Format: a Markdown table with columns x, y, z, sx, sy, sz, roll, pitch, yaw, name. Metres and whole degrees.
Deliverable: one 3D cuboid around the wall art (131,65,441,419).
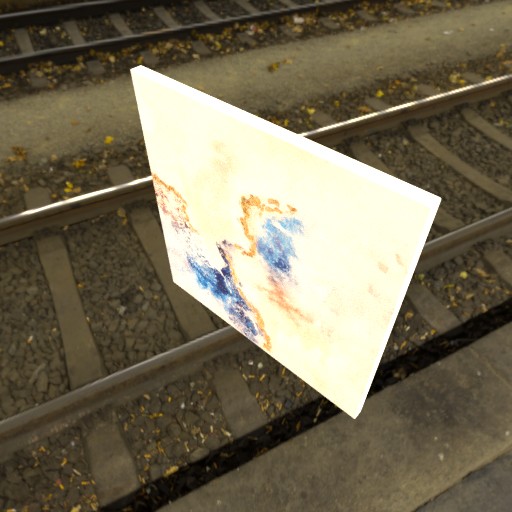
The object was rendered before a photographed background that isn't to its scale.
| x | y | z | sx | sy | sz | roll | pitch | yaw | name |
| --- | --- | --- | --- | --- | --- | --- | --- | --- | --- |
| 0.000 | 0.000 | 1.337 | 0.889 | 0.889 | 0.038 | 32 | 54 | 27 | wall art |
